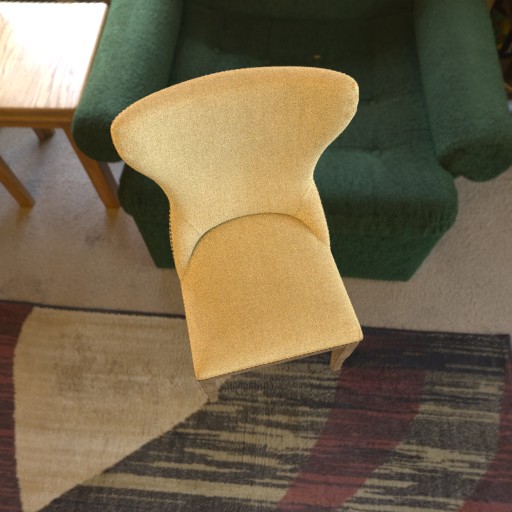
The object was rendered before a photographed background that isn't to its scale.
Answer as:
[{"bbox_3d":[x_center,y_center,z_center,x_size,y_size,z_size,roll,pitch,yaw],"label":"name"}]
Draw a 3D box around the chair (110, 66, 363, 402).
[{"bbox_3d":[0.000,0.000,1.465,0.654,1.002,0.681,-12,64,-6],"label":"chair"}]
